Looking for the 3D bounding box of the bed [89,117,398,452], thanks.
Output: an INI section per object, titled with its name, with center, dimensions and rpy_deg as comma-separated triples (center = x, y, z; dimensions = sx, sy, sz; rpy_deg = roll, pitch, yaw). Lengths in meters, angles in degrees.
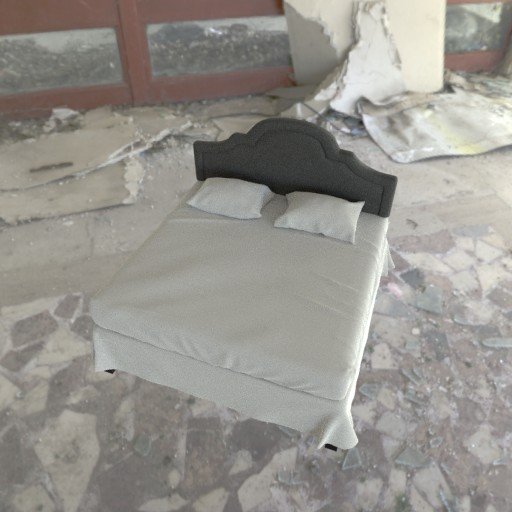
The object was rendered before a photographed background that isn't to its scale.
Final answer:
[bed]
center = 0.000, 0.000, 3.728
dimensions = 2.303, 1.631, 2.222
rpy_deg = 14, 43, 15
